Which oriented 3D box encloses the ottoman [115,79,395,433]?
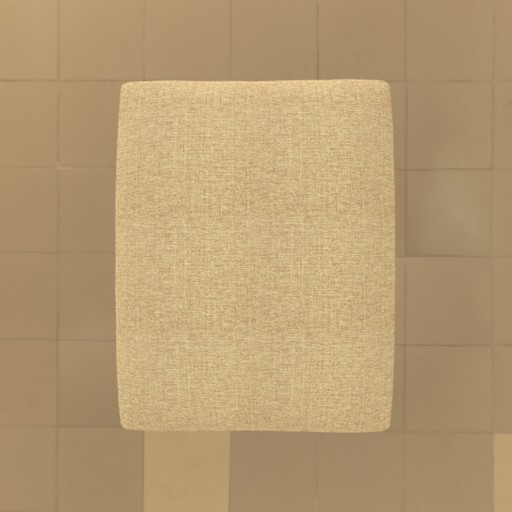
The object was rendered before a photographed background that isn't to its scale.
[{"bbox_3d":[0.000,0.000,1.101,0.584,0.513,0.741,0,90,1],"label":"ottoman"}]
